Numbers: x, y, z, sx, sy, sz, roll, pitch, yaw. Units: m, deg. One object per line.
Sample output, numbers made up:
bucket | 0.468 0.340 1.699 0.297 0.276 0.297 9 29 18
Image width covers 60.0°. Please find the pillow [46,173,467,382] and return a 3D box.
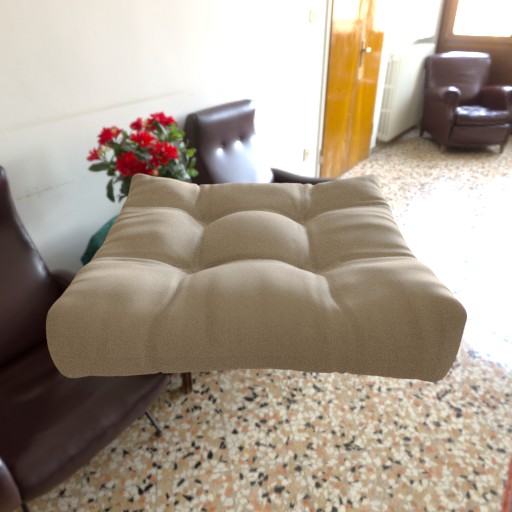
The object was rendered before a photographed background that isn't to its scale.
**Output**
pillow | 0.000 0.000 0.701 0.490 0.128 0.468 0 30 0
